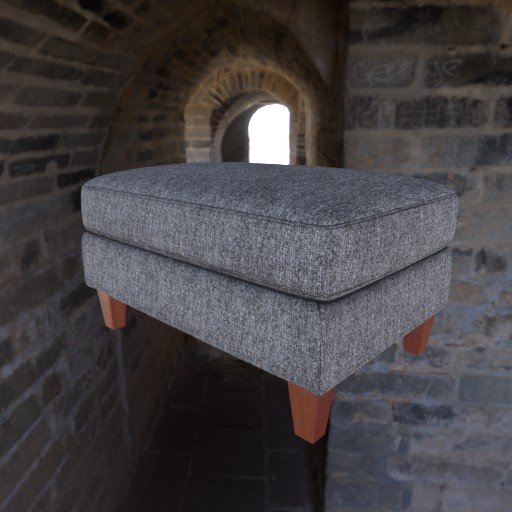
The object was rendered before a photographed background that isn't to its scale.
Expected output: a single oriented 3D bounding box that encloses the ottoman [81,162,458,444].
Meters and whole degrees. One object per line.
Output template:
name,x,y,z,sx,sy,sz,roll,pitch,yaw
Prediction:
ottoman,0.000,0.000,1.199,0.864,0.483,0.584,14,21,41
